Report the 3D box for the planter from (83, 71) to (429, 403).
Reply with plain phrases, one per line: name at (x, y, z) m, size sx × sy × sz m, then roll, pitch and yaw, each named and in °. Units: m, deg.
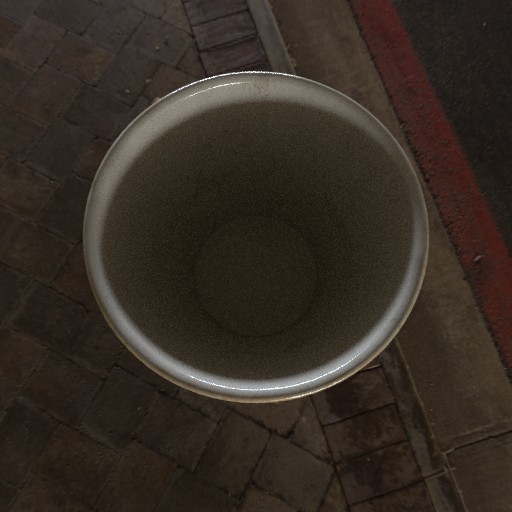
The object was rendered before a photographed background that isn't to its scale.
planter at (0.000, 0.000, 0.327) m, size 0.193 × 0.165 × 0.193 m, roll 0°, pitch 76°, yaw 0°
